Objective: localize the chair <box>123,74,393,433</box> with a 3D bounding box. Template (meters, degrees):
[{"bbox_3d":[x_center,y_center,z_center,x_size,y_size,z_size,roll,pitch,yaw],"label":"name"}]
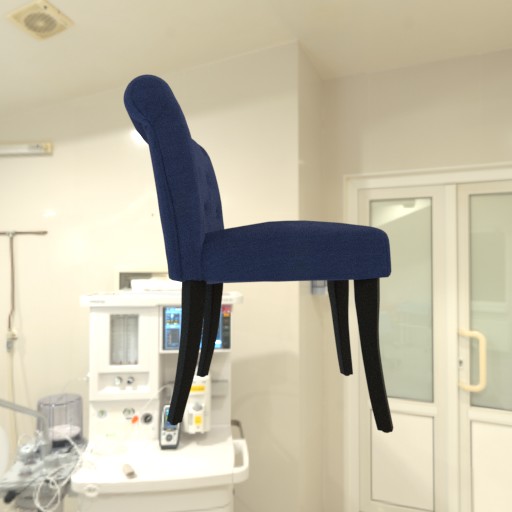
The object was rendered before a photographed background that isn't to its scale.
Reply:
[{"bbox_3d":[0.000,0.000,1.188,0.606,0.753,0.585,0,-1,2],"label":"chair"}]
